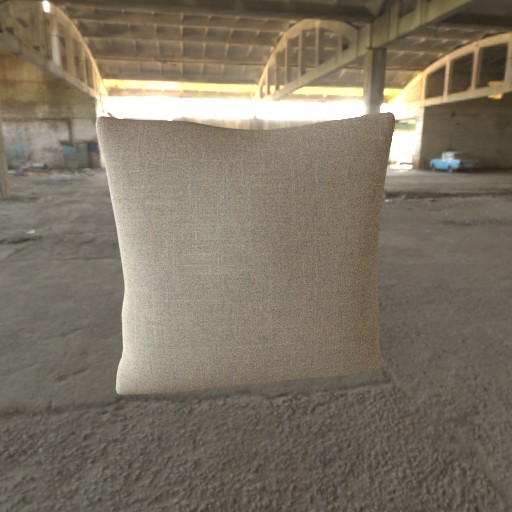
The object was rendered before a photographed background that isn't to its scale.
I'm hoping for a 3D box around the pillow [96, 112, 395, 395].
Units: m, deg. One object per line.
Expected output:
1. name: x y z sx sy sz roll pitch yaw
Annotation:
1. pillow: 0.000 0.000 0.888 0.578 0.558 0.192 -2 14 -10
